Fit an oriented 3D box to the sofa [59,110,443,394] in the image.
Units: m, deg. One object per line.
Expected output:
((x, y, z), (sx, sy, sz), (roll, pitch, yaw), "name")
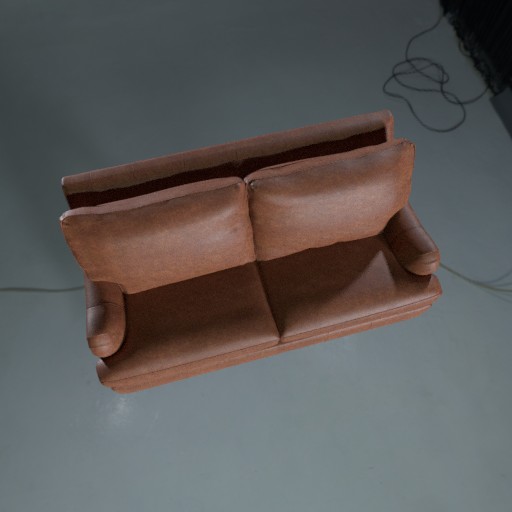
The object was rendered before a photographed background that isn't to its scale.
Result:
((0.000, 0.000, 2.828), (2.144, 1.071, 1.147), (-13, 65, -6), "sofa")
